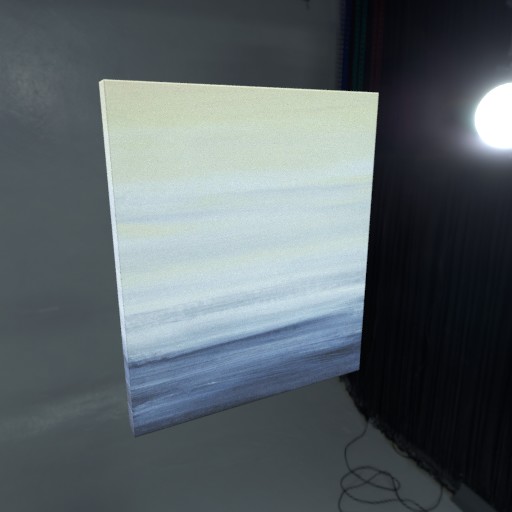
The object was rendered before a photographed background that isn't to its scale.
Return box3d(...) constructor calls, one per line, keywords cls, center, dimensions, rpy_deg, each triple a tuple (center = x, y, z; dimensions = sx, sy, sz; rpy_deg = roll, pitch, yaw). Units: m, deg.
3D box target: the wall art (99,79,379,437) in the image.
box3d(cls="wall art", center=(0.000, 0.000, 0.719), dimensions=(0.435, 0.511, 0.037), rpy_deg=(-8, 18, -26))
